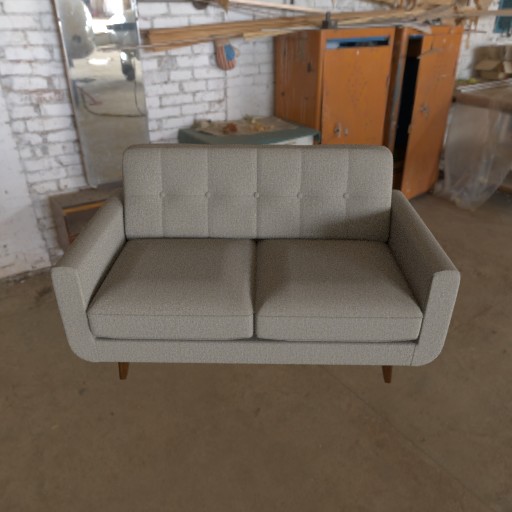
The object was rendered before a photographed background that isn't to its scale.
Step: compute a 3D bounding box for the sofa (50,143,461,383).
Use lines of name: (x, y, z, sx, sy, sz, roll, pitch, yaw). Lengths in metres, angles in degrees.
sofa: (0.000, 0.000, 2.227, 1.651, 0.925, 0.952, 0, 29, 1)
